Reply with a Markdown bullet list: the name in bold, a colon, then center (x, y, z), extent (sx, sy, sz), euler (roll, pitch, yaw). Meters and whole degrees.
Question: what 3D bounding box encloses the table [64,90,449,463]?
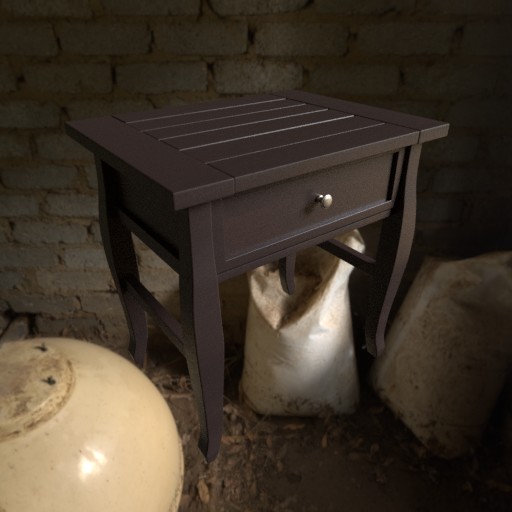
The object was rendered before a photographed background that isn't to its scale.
- **table**: center (0.000, 0.000, 1.020), extent (0.602, 0.605, 0.460), euler (-20, 36, -31)
